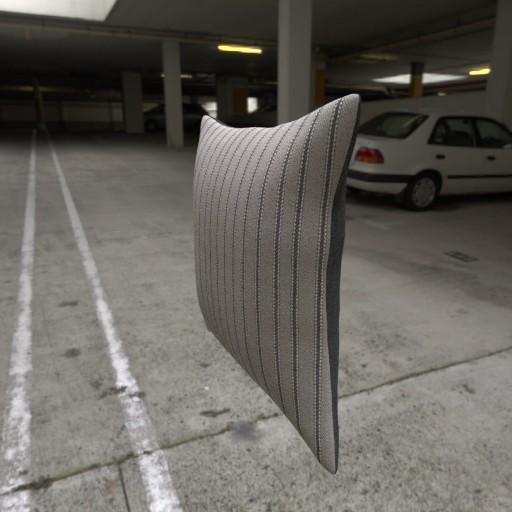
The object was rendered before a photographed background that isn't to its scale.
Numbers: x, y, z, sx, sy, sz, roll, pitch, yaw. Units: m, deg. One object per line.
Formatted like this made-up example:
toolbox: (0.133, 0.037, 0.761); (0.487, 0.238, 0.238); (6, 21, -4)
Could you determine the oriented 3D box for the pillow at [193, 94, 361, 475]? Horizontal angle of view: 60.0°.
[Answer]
pillow: (0.000, 0.000, 0.691); (0.138, 0.444, 0.468); (-7, 17, -24)
